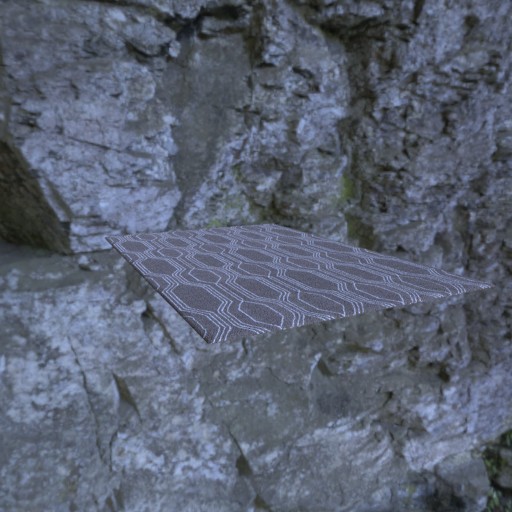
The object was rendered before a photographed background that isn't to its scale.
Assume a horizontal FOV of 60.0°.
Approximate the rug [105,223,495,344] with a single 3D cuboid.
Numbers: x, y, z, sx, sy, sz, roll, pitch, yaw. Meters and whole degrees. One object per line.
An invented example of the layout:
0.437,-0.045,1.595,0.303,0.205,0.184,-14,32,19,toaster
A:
0.000,0.000,2.314,1.239,0.012,1.836,-6,14,-26,rug
